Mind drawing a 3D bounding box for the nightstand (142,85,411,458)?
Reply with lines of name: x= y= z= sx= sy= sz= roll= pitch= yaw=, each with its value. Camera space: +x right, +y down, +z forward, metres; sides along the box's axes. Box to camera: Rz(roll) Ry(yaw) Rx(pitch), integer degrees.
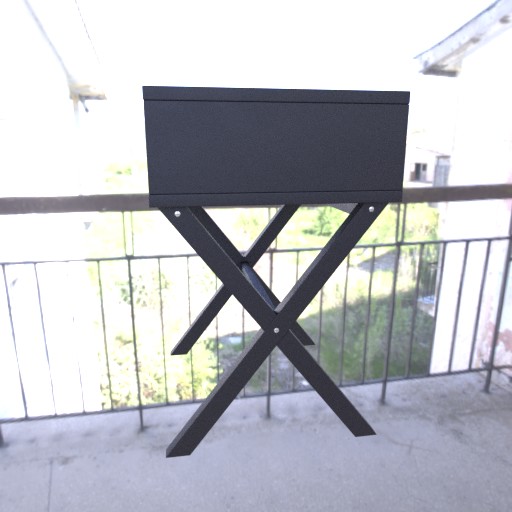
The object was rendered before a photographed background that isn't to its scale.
nightstand: x=0.000 y=0.000 z=0.951 sx=0.402 sy=0.623 sz=0.479 roll=-2 pitch=14 yaw=-9
